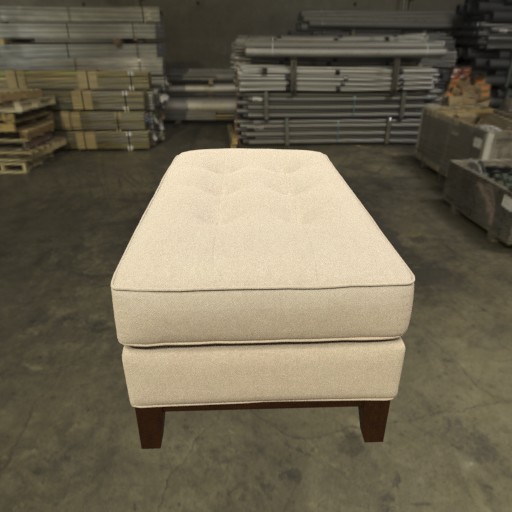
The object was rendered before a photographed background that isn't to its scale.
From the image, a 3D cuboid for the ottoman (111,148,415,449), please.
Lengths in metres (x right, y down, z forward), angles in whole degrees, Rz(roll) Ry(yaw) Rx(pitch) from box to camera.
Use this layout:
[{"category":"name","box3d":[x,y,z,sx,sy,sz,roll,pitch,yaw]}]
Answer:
[{"category":"ottoman","box3d":[0.000,0.000,1.467,0.648,0.508,1.143,-1,26,-2]}]
